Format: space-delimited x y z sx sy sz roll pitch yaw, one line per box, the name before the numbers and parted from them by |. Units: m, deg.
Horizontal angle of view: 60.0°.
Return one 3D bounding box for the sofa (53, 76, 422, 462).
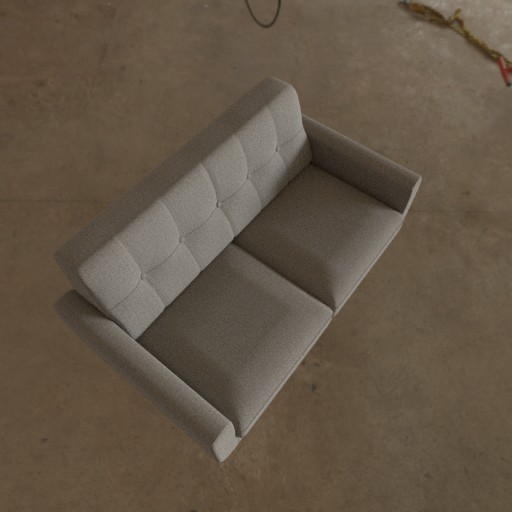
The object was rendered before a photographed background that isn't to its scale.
sofa | 0.000 0.000 2.216 0.952 0.925 1.651 34 64 19
